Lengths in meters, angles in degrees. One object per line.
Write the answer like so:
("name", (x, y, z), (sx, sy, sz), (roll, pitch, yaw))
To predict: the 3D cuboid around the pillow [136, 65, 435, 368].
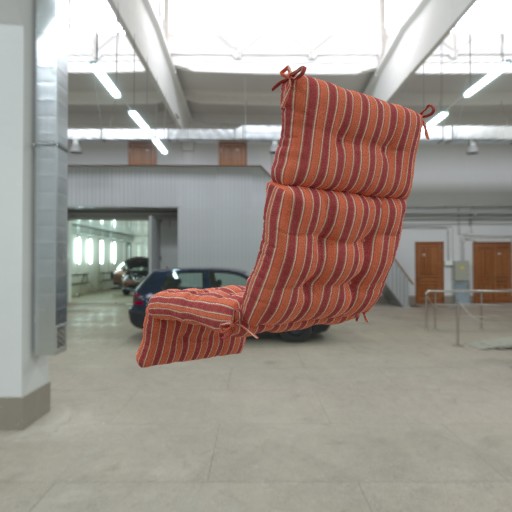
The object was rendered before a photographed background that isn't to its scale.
("pillow", (0.000, 0.000, 1.487), (0.526, 0.863, 1.016), (0, -1, -36))
